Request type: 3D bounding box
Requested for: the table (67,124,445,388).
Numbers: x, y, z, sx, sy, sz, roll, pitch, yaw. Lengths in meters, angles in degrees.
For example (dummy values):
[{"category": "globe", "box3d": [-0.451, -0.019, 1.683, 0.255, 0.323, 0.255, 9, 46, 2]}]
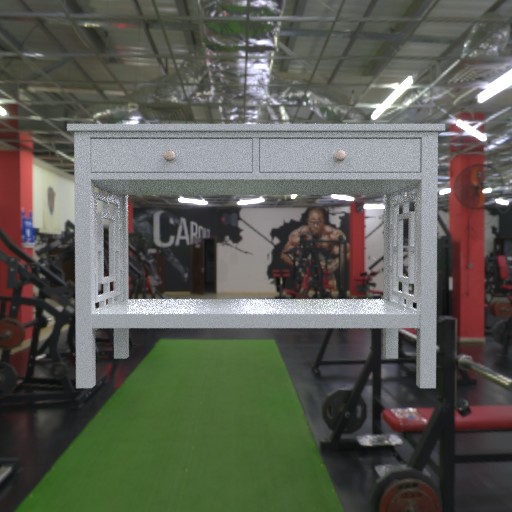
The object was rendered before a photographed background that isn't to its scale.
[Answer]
[{"category": "table", "box3d": [0.000, 0.000, 1.444, 1.068, 0.753, 0.397, 0, 1, 0]}]
